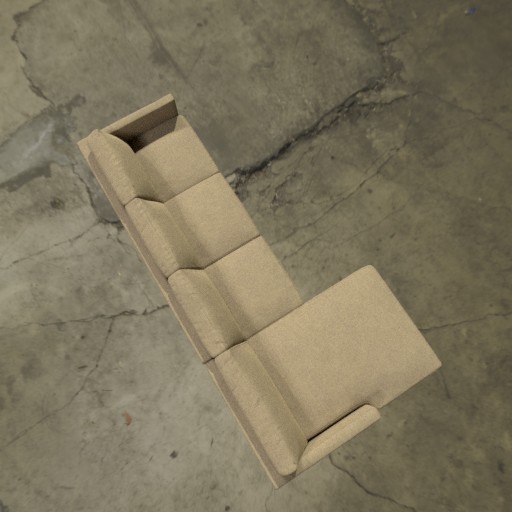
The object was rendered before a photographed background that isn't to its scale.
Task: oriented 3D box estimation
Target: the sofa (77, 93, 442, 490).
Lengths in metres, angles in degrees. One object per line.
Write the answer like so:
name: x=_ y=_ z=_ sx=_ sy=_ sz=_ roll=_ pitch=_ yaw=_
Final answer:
sofa: x=0.000 y=0.000 z=3.798 sx=1.638 sy=0.920 sz=3.198 roll=-31 pitch=78 yaw=-8
